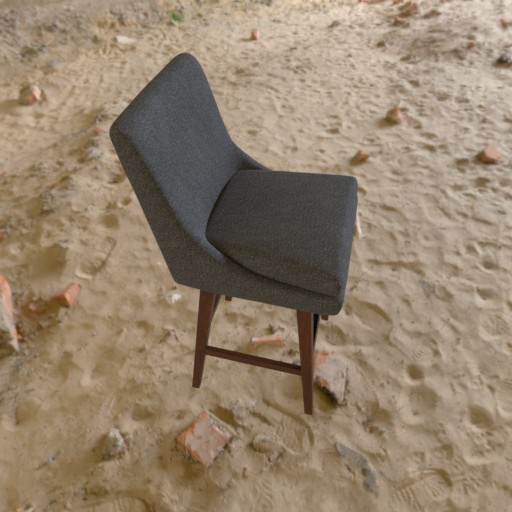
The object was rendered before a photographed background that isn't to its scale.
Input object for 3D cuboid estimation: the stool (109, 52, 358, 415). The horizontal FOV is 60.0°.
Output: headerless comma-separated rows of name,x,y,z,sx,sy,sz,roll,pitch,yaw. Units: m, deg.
stool,0.000,0.000,1.409,0.572,1.068,0.489,10,47,10
